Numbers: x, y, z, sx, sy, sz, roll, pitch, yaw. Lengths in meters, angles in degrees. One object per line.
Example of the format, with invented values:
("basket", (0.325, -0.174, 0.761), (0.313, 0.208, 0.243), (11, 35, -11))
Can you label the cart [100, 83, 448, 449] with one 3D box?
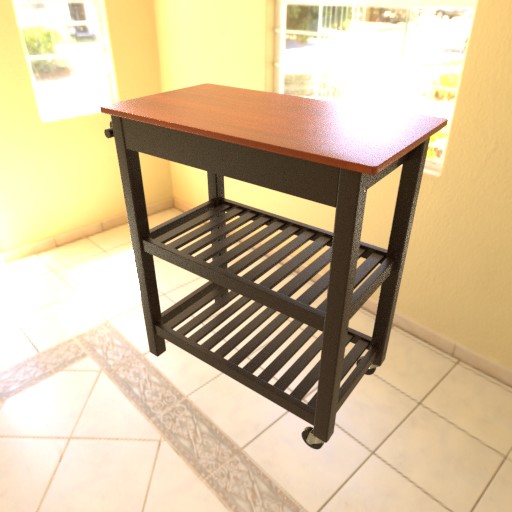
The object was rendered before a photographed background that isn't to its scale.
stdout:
("cart", (0.000, 0.000, 1.449), (0.899, 0.927, 0.457), (21, 37, 31))
